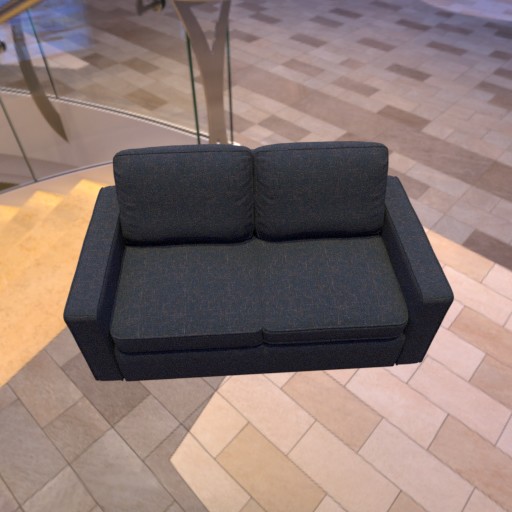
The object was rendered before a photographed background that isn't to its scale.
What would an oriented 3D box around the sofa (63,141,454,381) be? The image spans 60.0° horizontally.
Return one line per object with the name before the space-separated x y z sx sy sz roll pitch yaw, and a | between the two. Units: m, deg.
sofa | 0.000 0.000 2.311 1.709 0.918 0.947 -3 46 -2
